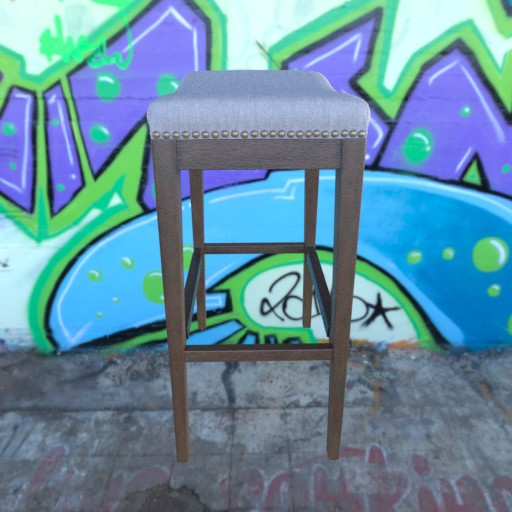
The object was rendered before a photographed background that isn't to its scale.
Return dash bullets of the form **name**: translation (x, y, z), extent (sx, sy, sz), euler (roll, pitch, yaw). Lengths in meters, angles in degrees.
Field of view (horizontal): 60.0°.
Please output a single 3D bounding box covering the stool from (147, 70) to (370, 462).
- **stool**: translation (0.000, 0.000, 1.024), extent (0.356, 0.762, 0.508), euler (-1, 27, -1)
